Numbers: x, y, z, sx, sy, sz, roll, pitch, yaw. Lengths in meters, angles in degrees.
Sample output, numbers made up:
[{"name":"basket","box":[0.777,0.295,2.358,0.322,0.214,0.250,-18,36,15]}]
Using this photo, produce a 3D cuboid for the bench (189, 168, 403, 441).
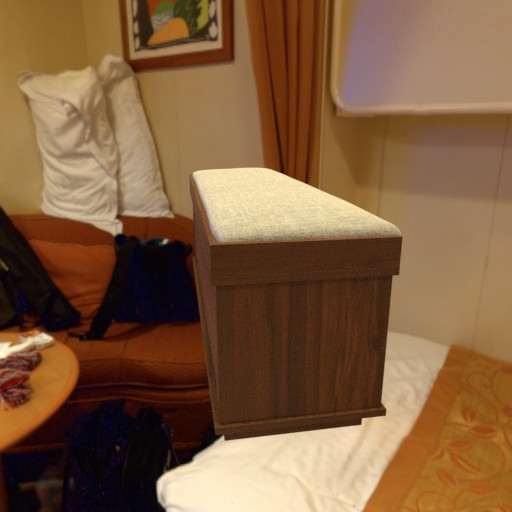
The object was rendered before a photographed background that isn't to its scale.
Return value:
[{"name":"bench","box":[0.000,0.000,1.401,0.367,0.468,1.196,-3,16,-9]}]
